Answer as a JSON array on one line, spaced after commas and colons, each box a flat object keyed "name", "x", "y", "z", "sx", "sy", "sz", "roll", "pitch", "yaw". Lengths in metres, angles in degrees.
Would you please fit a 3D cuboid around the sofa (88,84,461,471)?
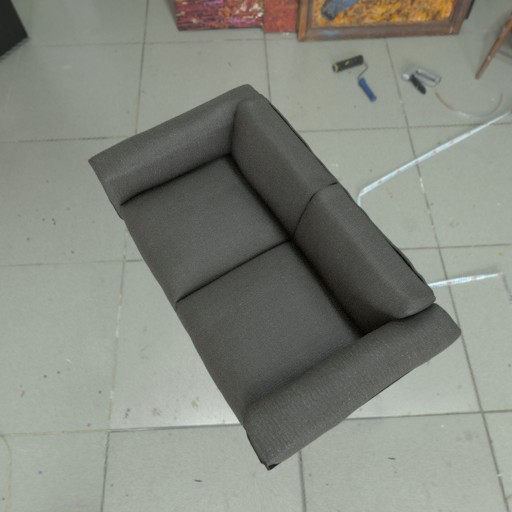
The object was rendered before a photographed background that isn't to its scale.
[{"name": "sofa", "x": 0.000, "y": 0.000, "z": 2.194, "sx": 0.960, "sy": 0.656, "sz": 1.690, "roll": -29, "pitch": 67, "yaw": -14}]
